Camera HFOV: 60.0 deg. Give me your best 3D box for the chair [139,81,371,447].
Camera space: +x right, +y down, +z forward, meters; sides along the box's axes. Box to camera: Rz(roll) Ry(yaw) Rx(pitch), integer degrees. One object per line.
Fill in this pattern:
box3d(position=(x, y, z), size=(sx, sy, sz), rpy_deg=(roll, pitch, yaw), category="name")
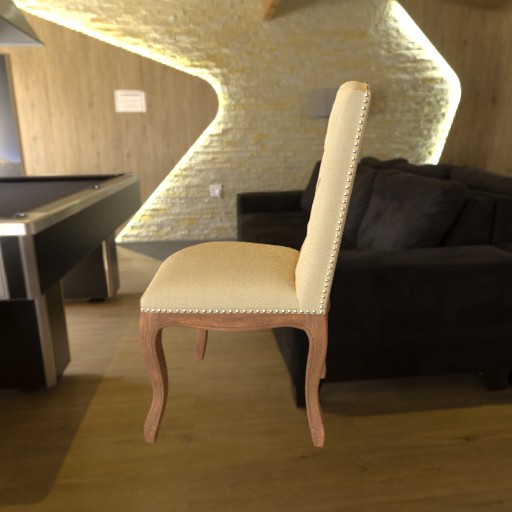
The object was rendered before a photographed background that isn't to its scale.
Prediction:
box3d(position=(0.000, 0.000, 1.589), size=(0.715, 1.165, 0.623), rpy_deg=(2, 15, 9), category="chair")
